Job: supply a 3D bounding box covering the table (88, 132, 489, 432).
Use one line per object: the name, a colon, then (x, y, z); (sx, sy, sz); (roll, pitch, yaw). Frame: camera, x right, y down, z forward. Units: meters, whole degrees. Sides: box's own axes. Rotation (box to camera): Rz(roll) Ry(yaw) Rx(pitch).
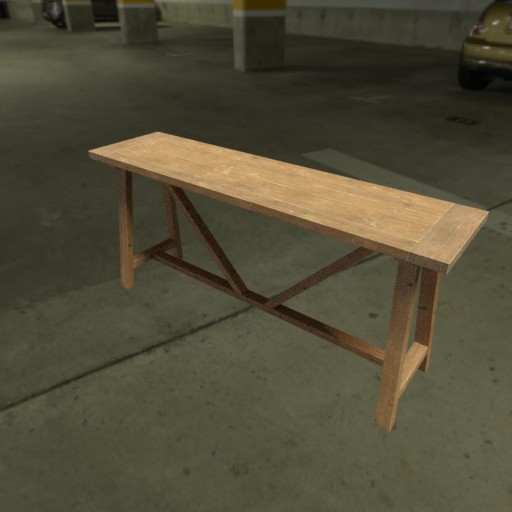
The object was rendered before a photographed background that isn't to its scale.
table: (0.000, 0.000, 2.145); (1.800, 0.810, 0.465); (21, 37, 32)
